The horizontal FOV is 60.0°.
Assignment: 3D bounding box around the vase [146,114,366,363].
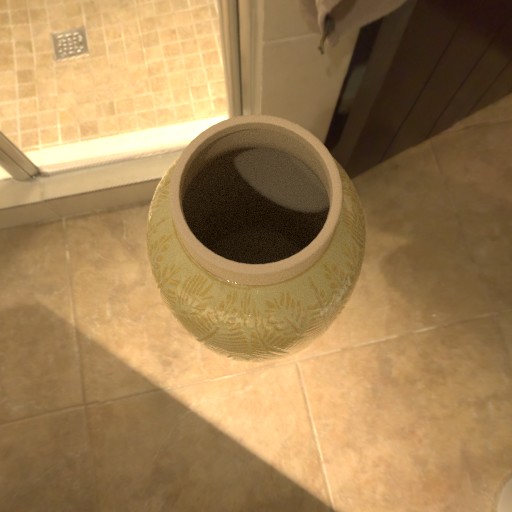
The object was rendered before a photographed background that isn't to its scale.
[{"bbox_3d":[0.000,0.000,0.374,0.172,0.270,0.172,0,74,0],"label":"vase"}]
